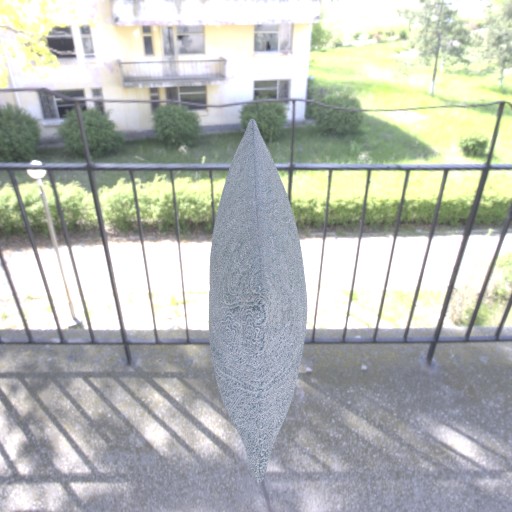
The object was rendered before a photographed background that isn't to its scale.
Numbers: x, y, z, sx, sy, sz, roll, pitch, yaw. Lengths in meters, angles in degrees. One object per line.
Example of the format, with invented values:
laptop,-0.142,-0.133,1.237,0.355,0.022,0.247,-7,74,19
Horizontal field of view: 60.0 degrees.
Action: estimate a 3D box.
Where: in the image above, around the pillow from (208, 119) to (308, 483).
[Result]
pillow,0.000,0.000,0.742,0.151,0.295,0.615,-1,32,-1
